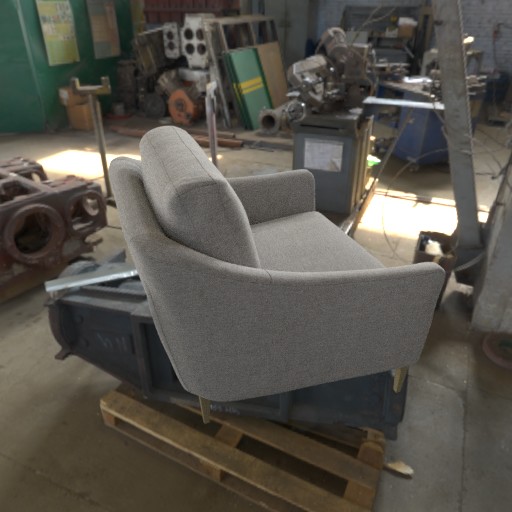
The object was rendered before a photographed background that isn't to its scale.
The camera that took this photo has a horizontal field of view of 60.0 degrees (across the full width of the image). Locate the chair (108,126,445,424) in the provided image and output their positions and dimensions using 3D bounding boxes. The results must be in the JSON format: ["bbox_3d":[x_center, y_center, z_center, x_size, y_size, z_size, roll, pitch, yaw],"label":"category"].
[{"bbox_3d":[0.000,0.000,1.708,0.961,0.902,0.986,-11,32,-18],"label":"chair"}]
